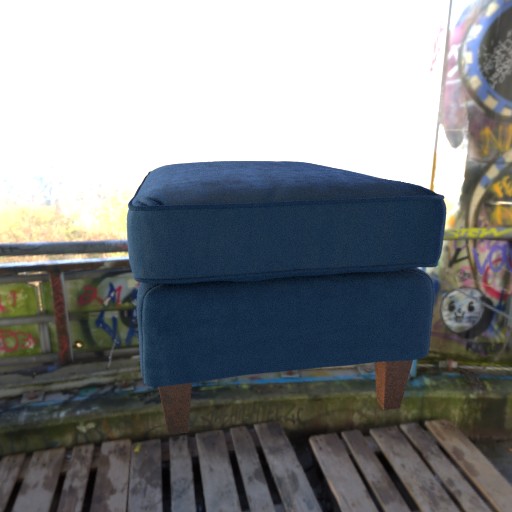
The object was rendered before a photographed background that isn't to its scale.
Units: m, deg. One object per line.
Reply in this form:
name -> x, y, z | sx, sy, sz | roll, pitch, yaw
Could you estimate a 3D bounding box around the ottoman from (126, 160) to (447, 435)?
ottoman -> 0.000, 0.000, 1.191 | 0.583, 0.484, 0.862 | -3, 16, -10
